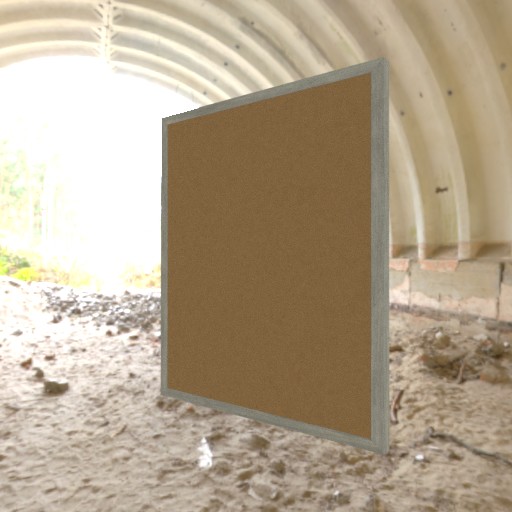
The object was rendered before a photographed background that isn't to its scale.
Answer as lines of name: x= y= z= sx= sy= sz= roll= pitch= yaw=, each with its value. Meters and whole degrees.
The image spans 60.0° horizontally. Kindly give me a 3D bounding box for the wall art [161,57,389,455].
wall art: x=0.000 y=0.000 z=0.797 sx=0.479 sy=0.582 sz=0.022 roll=0 pitch=0 yaw=36
